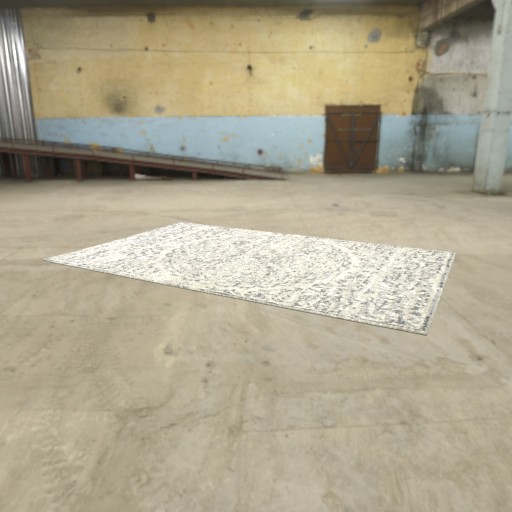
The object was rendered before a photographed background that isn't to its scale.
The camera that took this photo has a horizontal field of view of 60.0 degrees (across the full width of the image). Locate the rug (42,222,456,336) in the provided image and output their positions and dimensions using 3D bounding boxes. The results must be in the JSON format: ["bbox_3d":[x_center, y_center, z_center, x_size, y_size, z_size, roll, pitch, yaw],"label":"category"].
[{"bbox_3d":[0.000,0.000,3.082,2.447,0.021,1.527,8,17,27],"label":"rug"}]
